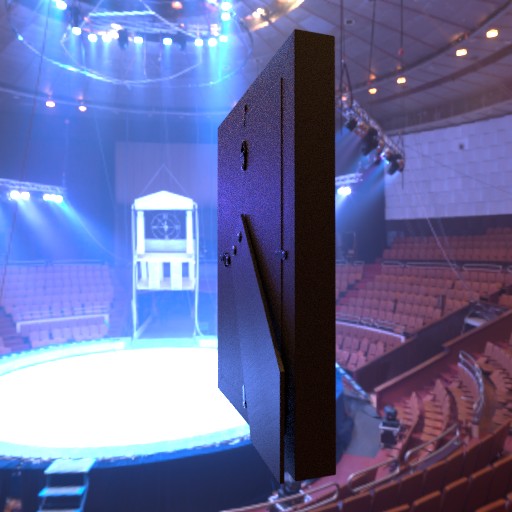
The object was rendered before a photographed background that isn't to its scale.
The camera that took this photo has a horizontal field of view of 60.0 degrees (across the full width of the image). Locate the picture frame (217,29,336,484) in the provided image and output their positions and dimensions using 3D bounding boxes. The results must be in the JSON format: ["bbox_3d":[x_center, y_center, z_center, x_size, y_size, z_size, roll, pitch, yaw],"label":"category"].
[{"bbox_3d":[0.000,0.000,0.280,0.028,0.208,0.157,0,-1,-18],"label":"picture frame"}]
